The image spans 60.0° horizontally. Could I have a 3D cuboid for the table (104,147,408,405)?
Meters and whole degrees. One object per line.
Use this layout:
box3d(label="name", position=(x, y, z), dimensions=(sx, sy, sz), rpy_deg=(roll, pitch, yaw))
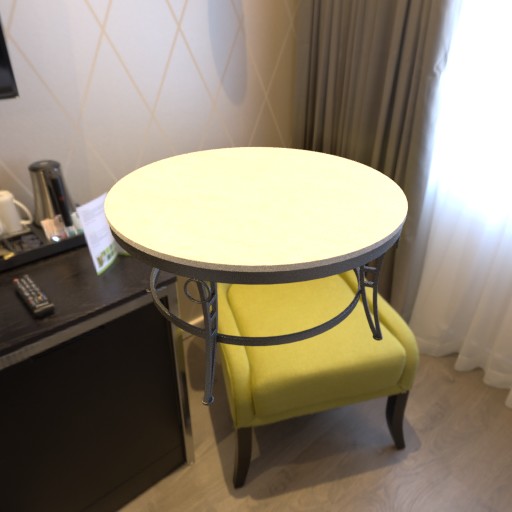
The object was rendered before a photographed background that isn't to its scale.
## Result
box3d(label="table", position=(0.000, 0.000, 1.472), dimensions=(0.889, 0.470, 0.889), rpy_deg=(0, 30, 0))
